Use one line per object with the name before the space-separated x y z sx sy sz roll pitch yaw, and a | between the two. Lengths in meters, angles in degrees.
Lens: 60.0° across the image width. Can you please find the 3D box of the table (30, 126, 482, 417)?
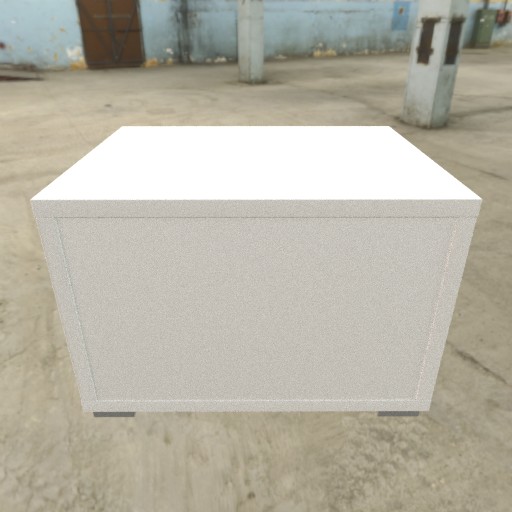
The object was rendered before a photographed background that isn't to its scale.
table | 0.000 0.000 0.765 0.517 0.357 0.399 0 28 0
